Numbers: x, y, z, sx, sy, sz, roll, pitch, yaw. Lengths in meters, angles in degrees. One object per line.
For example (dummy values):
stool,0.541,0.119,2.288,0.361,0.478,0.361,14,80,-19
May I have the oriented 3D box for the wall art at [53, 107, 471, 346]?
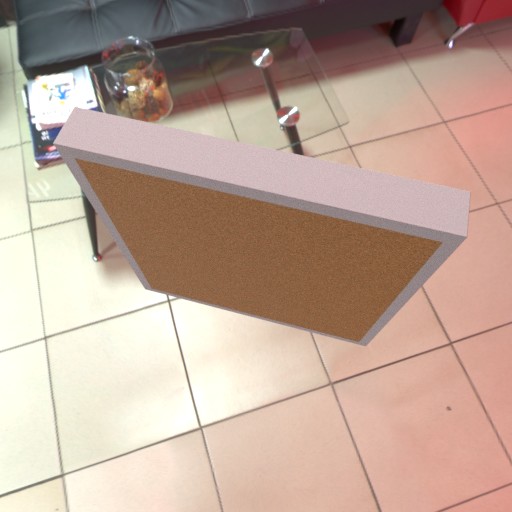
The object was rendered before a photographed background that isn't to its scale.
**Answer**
wall art,0.000,0.000,0.460,0.305,0.305,0.038,14,66,6
